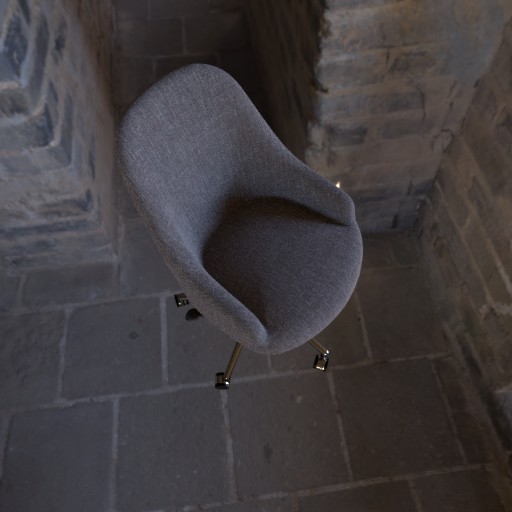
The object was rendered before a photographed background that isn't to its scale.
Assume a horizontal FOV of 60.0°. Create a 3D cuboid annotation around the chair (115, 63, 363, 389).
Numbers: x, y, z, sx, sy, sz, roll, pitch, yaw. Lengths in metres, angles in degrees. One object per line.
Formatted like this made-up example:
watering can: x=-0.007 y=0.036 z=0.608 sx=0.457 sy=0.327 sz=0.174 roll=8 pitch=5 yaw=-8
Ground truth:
chair: x=0.000 y=0.000 z=1.413 sx=0.712 sy=0.950 sz=0.671 roll=32 pitch=64 yaw=17
